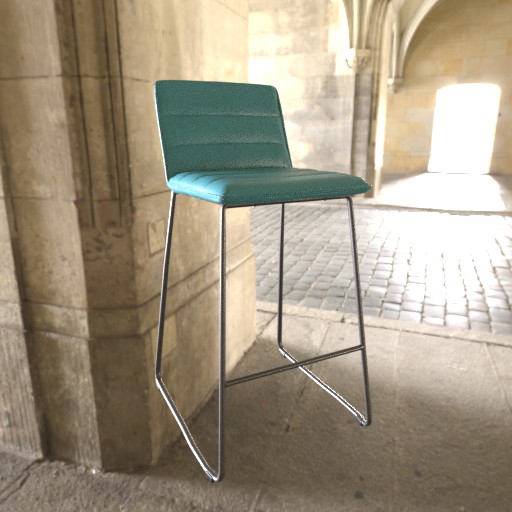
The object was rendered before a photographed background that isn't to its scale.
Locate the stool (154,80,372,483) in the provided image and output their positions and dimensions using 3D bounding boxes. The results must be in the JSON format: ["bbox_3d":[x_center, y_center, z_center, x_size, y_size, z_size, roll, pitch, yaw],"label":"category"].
[{"bbox_3d":[0.000,0.000,1.217,0.489,0.936,0.524,-8,18,-26],"label":"stool"}]
